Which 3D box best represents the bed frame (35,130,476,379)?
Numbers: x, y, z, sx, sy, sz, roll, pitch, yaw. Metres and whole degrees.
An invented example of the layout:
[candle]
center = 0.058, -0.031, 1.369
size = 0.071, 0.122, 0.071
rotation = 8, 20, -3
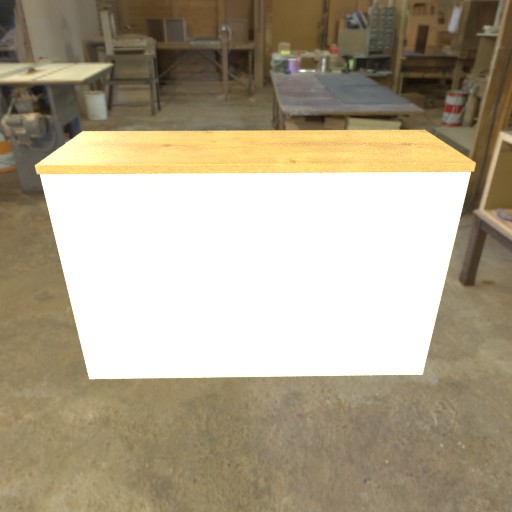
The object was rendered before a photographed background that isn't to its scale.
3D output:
[bed frame]
center = 0.000, 0.000, 1.696
size = 1.300, 0.850, 0.430
rotation = -1, 29, -1
